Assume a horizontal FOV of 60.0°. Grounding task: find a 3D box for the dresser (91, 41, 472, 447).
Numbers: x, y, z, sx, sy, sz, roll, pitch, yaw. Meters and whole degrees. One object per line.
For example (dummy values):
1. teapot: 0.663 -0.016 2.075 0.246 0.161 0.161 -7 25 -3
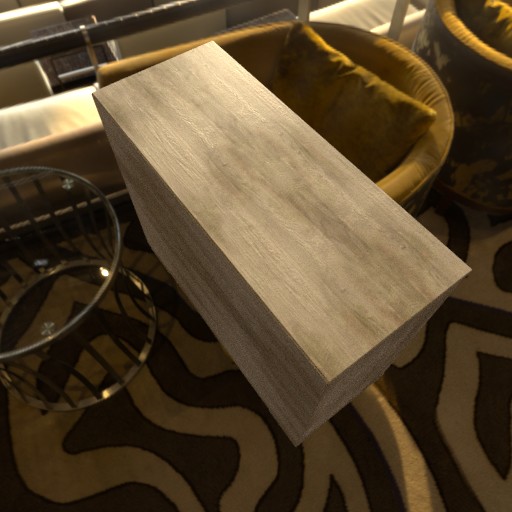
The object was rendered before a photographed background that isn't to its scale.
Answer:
1. dresser: 0.000 0.000 1.429 0.404 0.816 0.994 -32 64 -18
